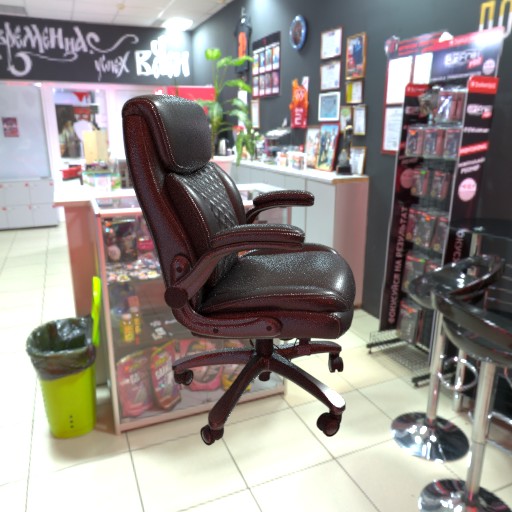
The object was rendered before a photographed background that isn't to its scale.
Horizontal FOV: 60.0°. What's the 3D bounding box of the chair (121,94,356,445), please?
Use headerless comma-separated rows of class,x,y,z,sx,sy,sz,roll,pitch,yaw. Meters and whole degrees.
chair,0.000,0.000,1.619,0.724,1.110,0.782,3,16,9
